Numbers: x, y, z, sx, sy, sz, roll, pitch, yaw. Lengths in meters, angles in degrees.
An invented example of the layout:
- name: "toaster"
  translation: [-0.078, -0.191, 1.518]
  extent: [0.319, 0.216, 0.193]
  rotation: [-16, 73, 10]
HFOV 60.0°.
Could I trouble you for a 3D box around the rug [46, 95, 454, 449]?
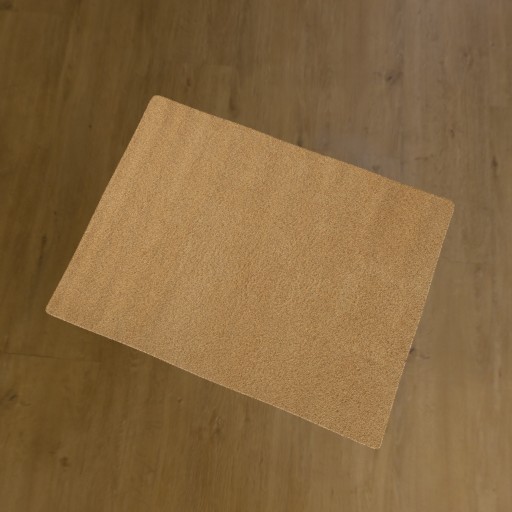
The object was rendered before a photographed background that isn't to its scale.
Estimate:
- name: "rug"
  translation: [0.000, 0.000, 2.085]
  extent: [1.600, 0.025, 1.199]
  rotation: [21, 78, 5]
